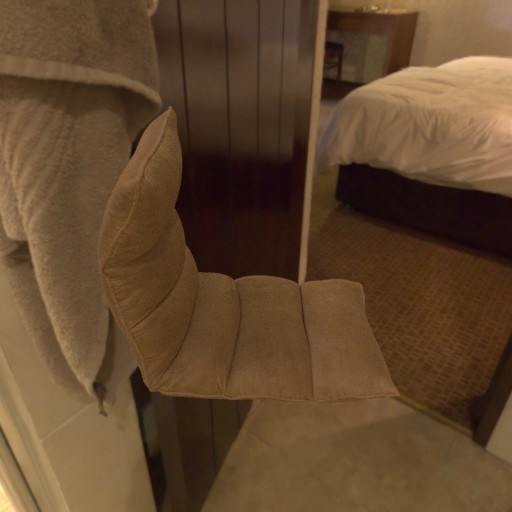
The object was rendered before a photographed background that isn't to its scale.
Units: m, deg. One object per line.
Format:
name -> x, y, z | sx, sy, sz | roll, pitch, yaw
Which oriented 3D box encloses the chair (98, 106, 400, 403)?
chair -> 0.000, 0.000, 1.617 | 0.985, 0.892, 0.714 | 1, 33, 1
